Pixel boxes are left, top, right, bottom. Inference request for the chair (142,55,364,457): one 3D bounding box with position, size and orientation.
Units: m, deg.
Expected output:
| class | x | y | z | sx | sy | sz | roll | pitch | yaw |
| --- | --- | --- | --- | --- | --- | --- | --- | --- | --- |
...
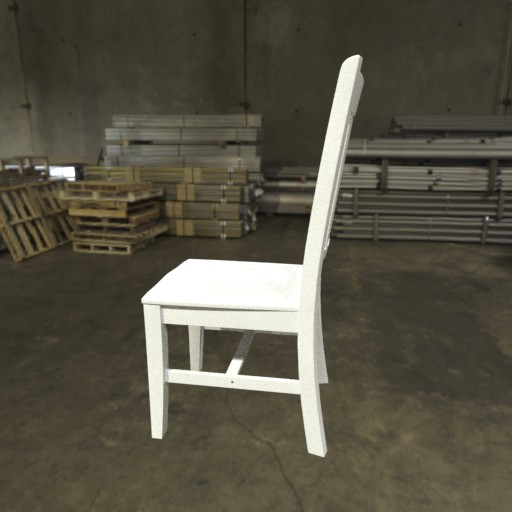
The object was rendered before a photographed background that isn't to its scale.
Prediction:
| class | x | y | z | sx | sy | sz | roll | pitch | yaw |
| --- | --- | --- | --- | --- | --- | --- | --- | --- | --- |
| chair | 0.000 | 0.000 | 1.295 | 0.555 | 0.998 | 0.450 | 2 | 15 | 9 |
